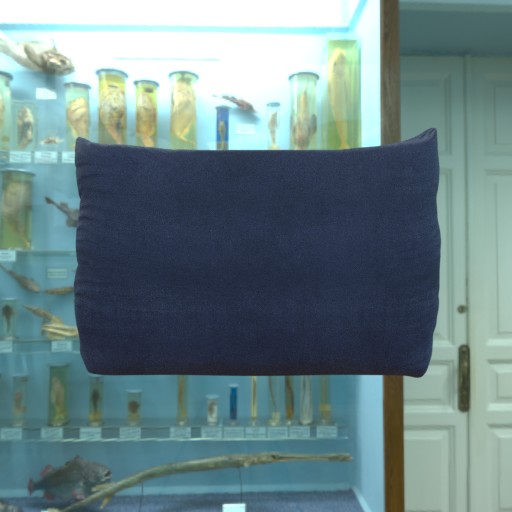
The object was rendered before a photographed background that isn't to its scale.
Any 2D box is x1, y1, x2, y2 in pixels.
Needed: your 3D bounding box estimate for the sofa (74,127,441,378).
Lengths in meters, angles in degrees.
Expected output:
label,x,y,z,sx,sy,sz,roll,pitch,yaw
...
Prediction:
label,x,y,z,sx,sy,sz,roll,pitch,yaw
sofa,0.000,0.000,1.665,1.122,0.778,0.849,0,-2,0
